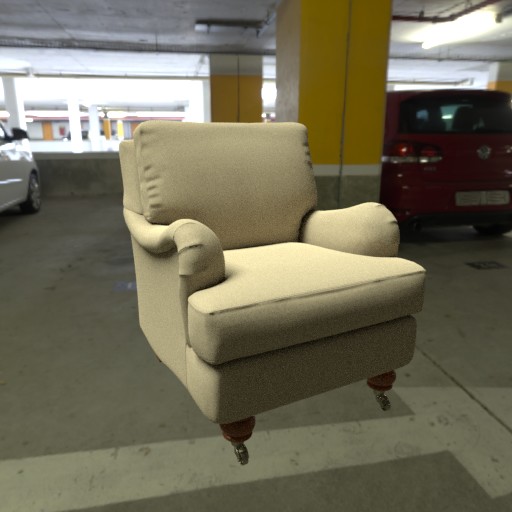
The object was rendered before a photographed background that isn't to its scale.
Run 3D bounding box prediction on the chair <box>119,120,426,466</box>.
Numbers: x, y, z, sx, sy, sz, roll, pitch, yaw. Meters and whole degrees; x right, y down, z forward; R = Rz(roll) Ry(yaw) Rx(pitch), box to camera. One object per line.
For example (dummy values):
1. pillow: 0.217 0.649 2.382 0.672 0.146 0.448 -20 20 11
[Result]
1. chair: 0.000 0.000 1.828 0.895 1.076 1.078 -8 17 -27
